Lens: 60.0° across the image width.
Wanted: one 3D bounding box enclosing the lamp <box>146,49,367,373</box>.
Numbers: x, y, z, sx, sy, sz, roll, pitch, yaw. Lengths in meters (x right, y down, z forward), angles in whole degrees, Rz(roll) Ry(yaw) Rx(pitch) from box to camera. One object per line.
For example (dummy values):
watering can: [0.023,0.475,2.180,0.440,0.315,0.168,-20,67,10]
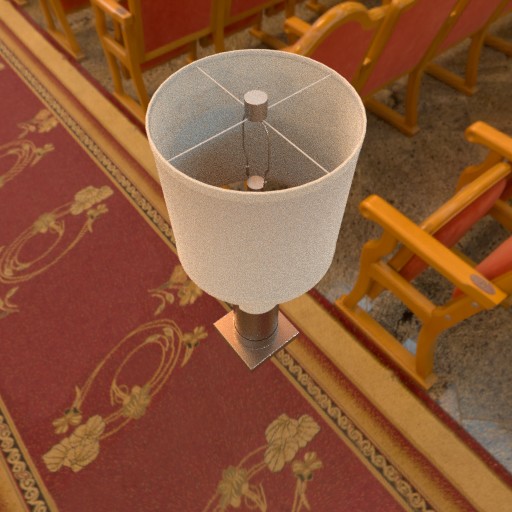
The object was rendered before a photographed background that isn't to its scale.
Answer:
lamp: [0.000,0.000,0.606,0.202,0.509,0.202,-34,63,-20]
